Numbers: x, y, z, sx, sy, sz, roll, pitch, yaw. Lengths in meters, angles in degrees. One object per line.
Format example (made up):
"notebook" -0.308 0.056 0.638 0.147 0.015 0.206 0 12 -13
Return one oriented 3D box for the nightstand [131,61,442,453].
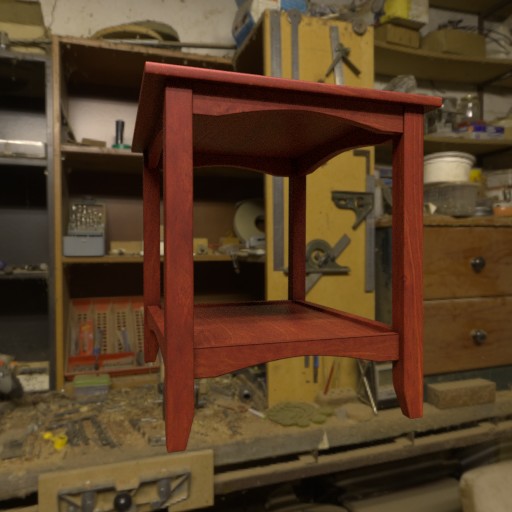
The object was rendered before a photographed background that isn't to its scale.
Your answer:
"nightstand" 0.000 0.000 0.963 0.501 0.558 0.558 0 1 -18
